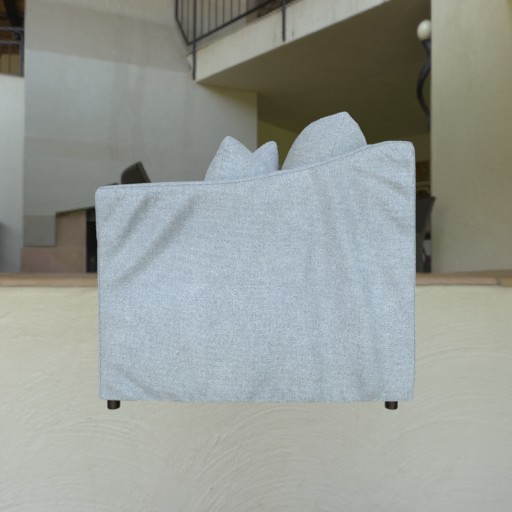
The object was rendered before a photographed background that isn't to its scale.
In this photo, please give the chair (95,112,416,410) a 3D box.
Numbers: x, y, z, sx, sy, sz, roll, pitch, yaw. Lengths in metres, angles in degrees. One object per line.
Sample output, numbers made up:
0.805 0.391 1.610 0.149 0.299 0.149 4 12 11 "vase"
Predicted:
0.000 0.000 2.022 1.071 1.059 1.194 0 -1 0 "chair"
